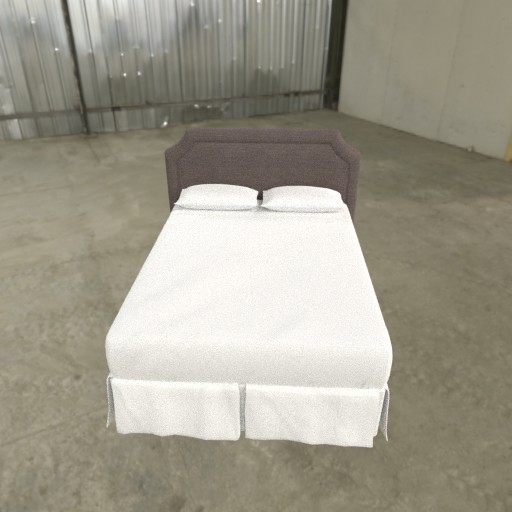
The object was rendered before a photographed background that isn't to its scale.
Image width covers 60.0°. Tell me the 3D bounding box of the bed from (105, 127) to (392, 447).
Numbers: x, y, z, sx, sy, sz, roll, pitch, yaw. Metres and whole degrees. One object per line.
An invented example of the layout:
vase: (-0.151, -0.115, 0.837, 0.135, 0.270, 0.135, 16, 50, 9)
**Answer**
bed: (0.000, 0.000, 3.133, 1.693, 1.290, 2.116, 1, 30, 3)
